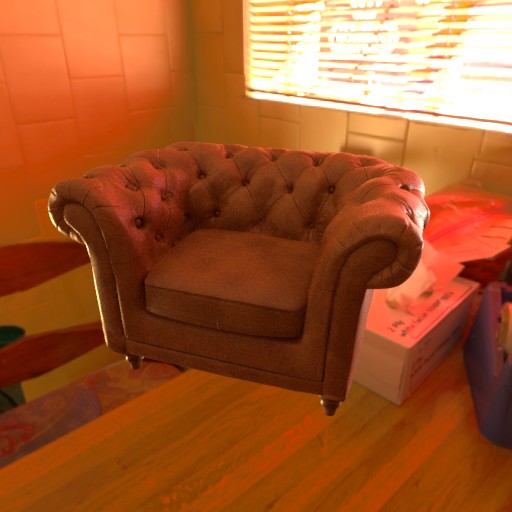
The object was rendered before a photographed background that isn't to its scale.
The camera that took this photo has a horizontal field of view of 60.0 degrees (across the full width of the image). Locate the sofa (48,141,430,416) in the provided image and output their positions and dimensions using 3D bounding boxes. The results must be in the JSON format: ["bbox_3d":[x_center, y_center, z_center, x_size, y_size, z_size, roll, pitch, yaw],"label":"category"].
[{"bbox_3d":[0.000,0.000,2.045,1.405,0.878,1.033,8,27,16],"label":"sofa"}]
